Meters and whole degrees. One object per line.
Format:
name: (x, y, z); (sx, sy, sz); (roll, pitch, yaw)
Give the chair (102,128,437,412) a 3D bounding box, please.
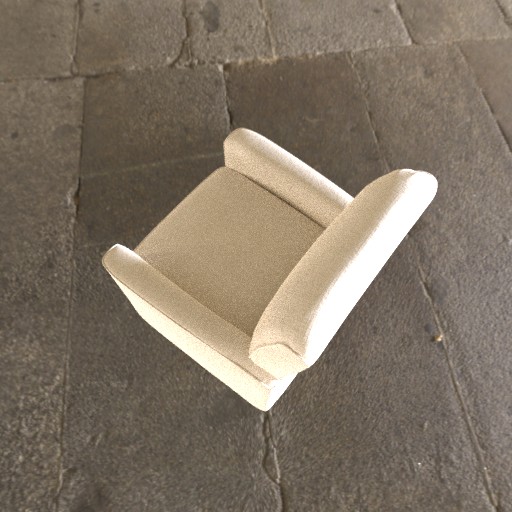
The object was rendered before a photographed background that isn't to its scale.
chair: (0.000, 0.000, 1.699); (0.858, 1.028, 0.841); (35, 68, 16)
